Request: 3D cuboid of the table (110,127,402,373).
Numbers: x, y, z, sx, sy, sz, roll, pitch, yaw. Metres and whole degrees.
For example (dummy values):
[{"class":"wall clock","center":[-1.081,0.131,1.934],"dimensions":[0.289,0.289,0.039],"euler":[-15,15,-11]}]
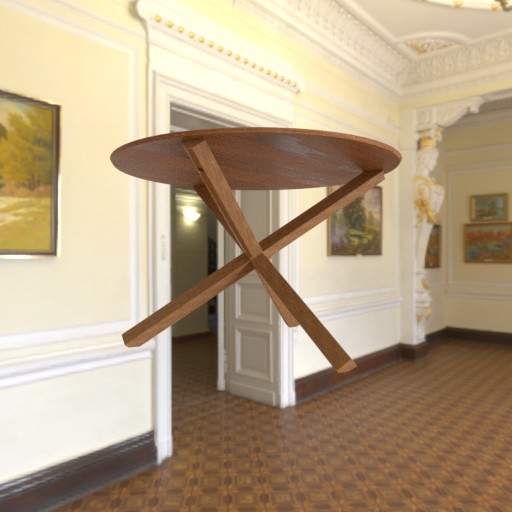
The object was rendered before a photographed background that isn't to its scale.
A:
[{"class":"table","center":[0.000,0.000,1.659],"dimensions":[1.038,0.666,1.038],"euler":[0,0,0]}]
